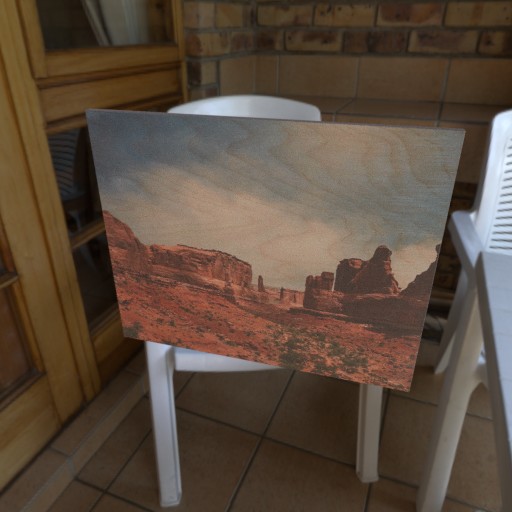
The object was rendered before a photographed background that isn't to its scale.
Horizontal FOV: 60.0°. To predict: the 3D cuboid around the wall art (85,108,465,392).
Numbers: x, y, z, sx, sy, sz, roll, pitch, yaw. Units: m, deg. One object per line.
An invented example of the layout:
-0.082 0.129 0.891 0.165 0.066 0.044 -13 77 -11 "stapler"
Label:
0.000 0.000 0.674 0.508 0.406 0.013 8 29 14 "wall art"
